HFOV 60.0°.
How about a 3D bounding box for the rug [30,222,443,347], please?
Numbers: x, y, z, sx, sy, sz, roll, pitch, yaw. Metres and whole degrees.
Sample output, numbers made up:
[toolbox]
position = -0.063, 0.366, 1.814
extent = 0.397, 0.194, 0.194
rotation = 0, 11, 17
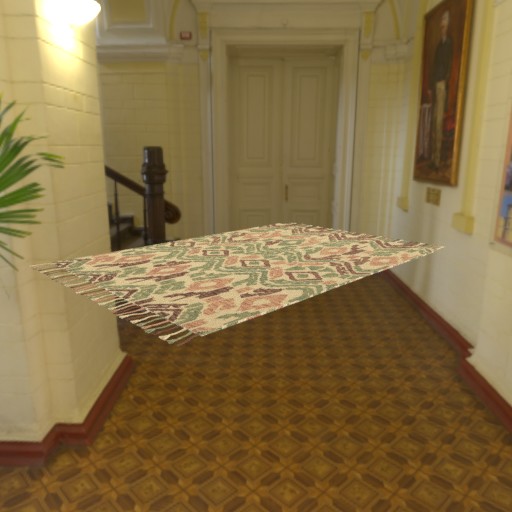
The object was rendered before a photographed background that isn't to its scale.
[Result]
[rug]
position = 0.000, 0.000, 2.288
extent = 1.829, 0.010, 1.219
rotation = -13, 19, -43
